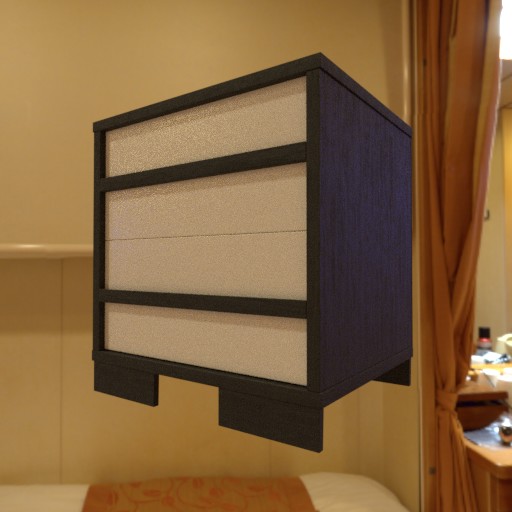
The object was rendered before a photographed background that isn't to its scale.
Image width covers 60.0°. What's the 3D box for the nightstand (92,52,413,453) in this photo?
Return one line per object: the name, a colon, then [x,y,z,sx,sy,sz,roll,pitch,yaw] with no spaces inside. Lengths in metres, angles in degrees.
nightstand: [0.000,0.000,0.756,0.427,0.448,0.347,-1,-1,36]
